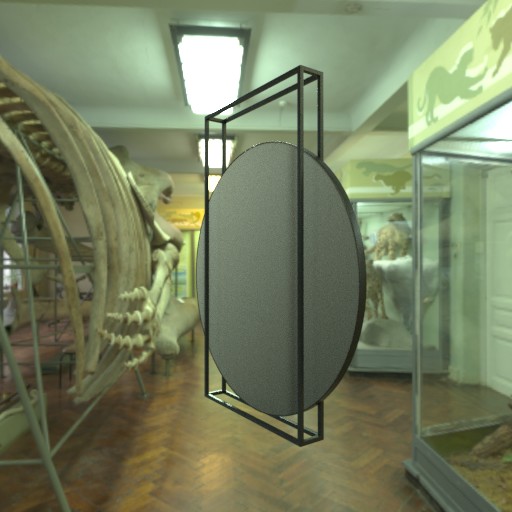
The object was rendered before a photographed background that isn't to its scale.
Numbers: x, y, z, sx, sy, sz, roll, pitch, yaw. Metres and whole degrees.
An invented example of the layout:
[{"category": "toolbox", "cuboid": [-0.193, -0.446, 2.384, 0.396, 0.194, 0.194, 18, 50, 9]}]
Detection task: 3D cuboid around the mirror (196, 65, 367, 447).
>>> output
[{"category": "mirror", "cuboid": [0.000, 0.000, 0.842, 0.051, 0.603, 0.508, 0, 0, -35]}]
